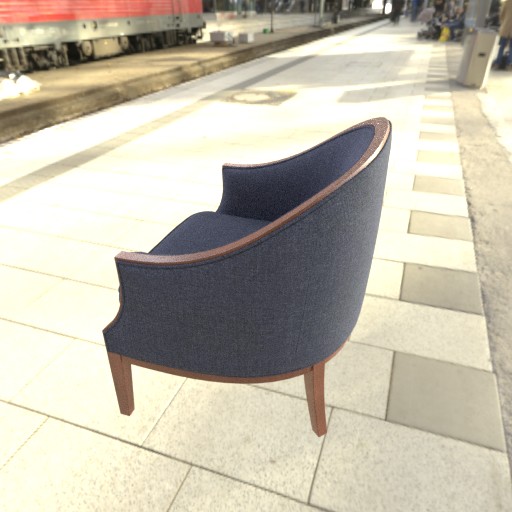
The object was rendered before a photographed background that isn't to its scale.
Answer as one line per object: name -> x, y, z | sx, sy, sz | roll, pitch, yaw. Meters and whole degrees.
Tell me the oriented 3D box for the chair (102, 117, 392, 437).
chair -> 0.000, 0.000, 1.438 | 0.735, 0.876, 0.803 | 9, 31, 15
